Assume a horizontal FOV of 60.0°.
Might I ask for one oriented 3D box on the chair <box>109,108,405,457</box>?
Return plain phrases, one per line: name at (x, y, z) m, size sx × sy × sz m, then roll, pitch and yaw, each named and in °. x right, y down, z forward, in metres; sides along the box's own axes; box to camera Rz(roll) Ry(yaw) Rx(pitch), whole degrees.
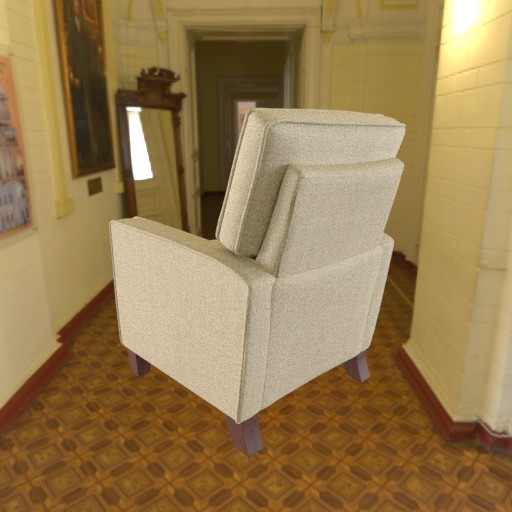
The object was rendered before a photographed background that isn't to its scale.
chair at (0.000, 0.000, 1.441) m, size 0.648 × 0.888 × 0.754 m, roll -14°, pitch 21°, yaw -42°
